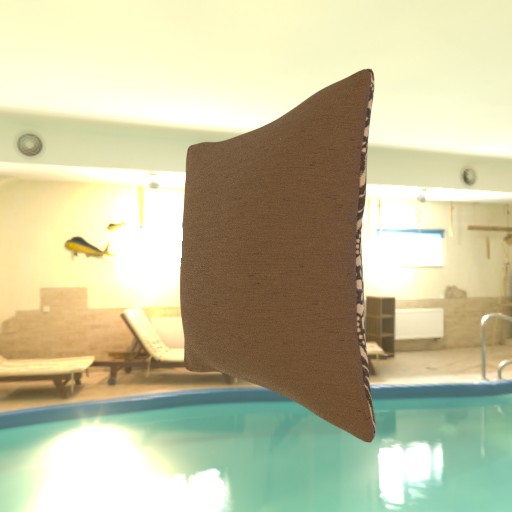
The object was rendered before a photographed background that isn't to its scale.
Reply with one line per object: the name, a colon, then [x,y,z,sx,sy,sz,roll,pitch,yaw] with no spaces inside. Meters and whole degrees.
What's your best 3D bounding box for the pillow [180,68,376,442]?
pillow: [0.000,0.000,0.659,0.148,0.417,0.436,1,-1,-37]
